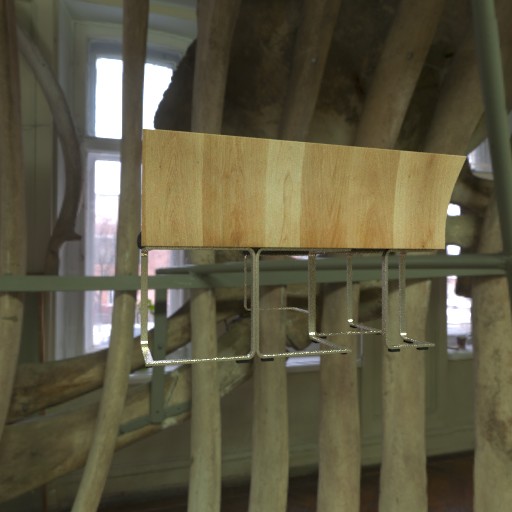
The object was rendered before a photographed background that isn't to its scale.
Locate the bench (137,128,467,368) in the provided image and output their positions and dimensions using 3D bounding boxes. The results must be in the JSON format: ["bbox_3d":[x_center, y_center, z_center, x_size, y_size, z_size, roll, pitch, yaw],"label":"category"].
[{"bbox_3d":[0.000,0.000,2.808,1.495,0.930,1.945,0,-1,-17],"label":"bench"}]
